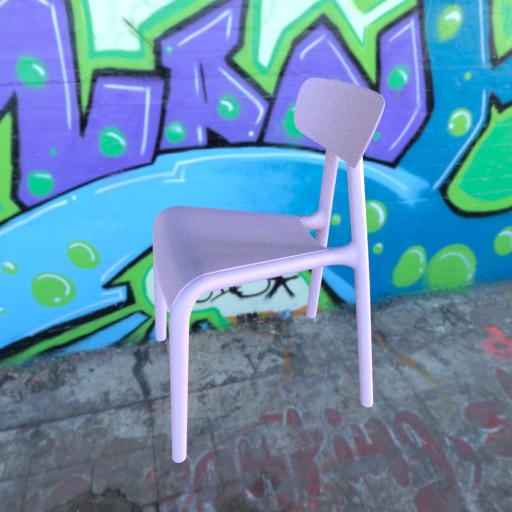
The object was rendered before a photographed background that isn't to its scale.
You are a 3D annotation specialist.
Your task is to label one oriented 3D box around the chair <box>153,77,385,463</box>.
[{"bbox_3d":[0.000,0.000,0.823,0.401,0.580,0.356,-8,31,-14],"label":"chair"}]
